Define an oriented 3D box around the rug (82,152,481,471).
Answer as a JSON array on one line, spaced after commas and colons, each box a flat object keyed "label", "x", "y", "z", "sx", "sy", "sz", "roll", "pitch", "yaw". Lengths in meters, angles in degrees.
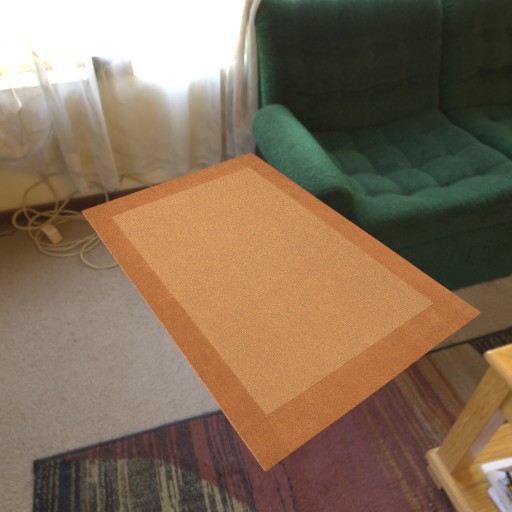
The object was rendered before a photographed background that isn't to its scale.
[{"label": "rug", "x": 0.000, "y": 0.000, "z": 2.316, "sx": 1.219, "sy": 0.014, "sz": 1.829, "roll": -25, "pitch": 47, "yaw": -26}]
